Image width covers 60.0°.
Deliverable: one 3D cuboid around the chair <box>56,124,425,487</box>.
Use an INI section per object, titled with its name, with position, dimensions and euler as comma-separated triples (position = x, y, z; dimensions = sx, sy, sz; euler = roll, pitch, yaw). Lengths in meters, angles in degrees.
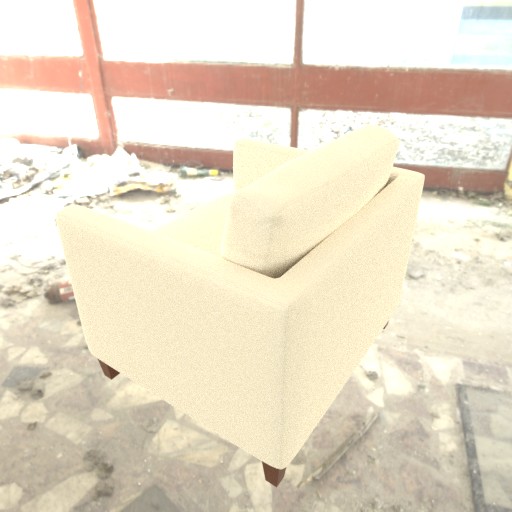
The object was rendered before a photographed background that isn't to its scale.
[chair]
position = 0.000, 0.000, 1.625
dimensions = 0.878, 0.885, 1.019
euler = 20, 36, 29
